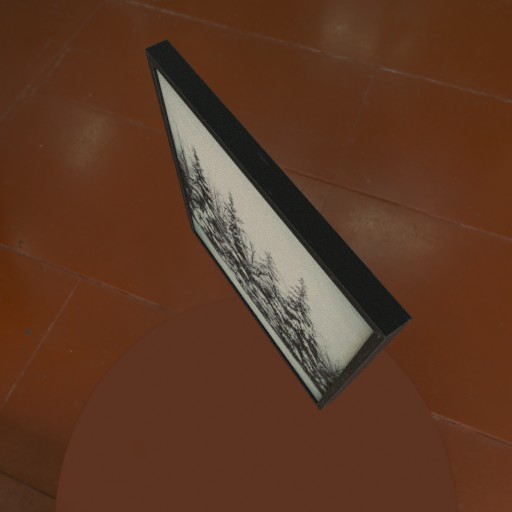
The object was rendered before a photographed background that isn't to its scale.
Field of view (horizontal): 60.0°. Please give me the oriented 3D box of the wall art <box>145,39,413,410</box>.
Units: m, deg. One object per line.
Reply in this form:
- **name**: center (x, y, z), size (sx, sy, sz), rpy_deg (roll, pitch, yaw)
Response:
- **wall art**: center (0.000, 0.000, 0.759), size (0.036, 0.506, 0.506), rpy_deg (-31, 67, -15)
